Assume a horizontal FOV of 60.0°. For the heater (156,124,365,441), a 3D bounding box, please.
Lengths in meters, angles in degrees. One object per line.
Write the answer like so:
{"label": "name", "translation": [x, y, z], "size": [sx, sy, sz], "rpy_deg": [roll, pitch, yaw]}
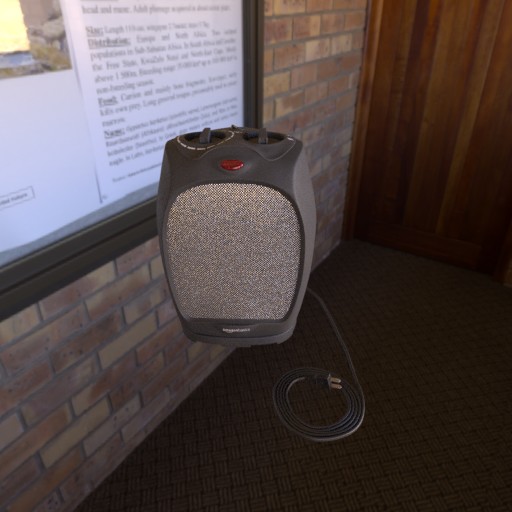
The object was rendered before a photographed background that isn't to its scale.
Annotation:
{"label": "heater", "translation": [0.000, 0.000, 0.498], "size": [0.239, 0.255, 0.291], "rpy_deg": [1, 31, 1]}
